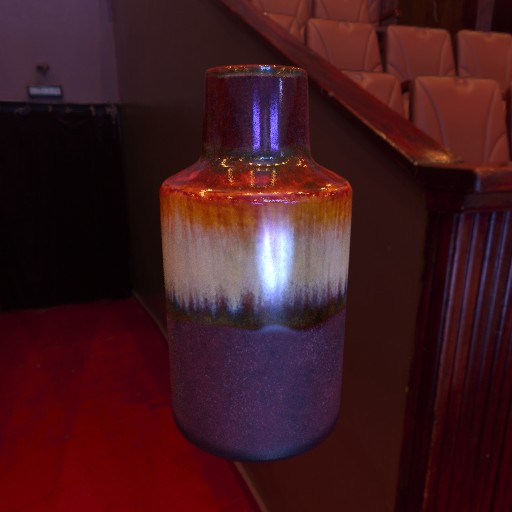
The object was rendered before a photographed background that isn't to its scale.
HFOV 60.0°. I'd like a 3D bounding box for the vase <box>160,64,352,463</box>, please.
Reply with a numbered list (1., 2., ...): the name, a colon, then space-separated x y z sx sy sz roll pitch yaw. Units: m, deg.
1. vase: 0.000 0.000 0.263 0.108 0.204 0.108 0 16 0
